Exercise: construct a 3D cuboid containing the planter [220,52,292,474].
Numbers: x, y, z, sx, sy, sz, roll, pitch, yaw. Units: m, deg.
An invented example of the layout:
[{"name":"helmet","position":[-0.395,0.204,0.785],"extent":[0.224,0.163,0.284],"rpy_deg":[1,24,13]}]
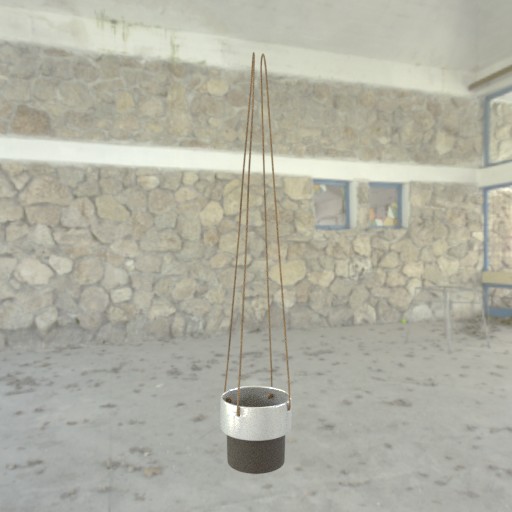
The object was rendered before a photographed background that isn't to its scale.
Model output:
[{"name":"planter","position":[0.000,0.000,1.167],"extent":[0.187,1.073,0.187],"rpy_deg":[0,0,-17]}]
